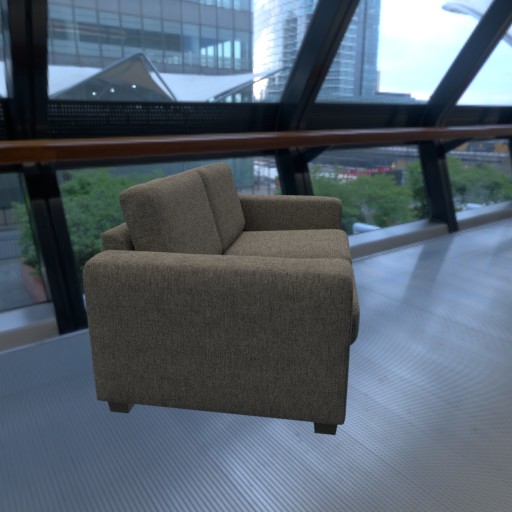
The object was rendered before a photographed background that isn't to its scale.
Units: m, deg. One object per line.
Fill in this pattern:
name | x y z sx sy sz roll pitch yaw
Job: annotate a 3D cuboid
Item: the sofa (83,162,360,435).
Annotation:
sofa | 0.000 0.000 2.090 0.900 0.800 1.520 3 16 9
